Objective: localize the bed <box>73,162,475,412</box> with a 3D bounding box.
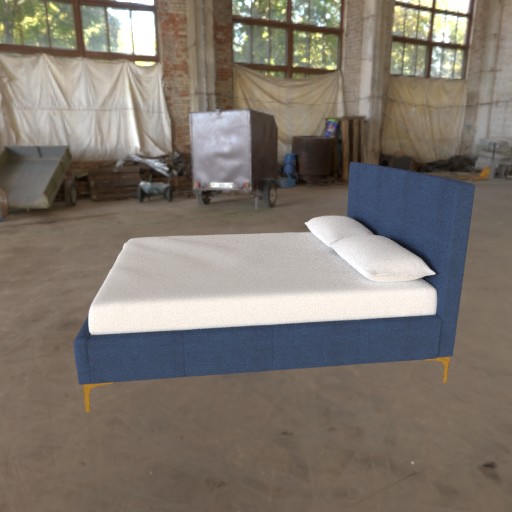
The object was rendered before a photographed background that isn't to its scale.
[{"bbox_3d":[0.000,0.000,3.216,2.172,1.231,1.723,-2,16,-8],"label":"bed"}]
